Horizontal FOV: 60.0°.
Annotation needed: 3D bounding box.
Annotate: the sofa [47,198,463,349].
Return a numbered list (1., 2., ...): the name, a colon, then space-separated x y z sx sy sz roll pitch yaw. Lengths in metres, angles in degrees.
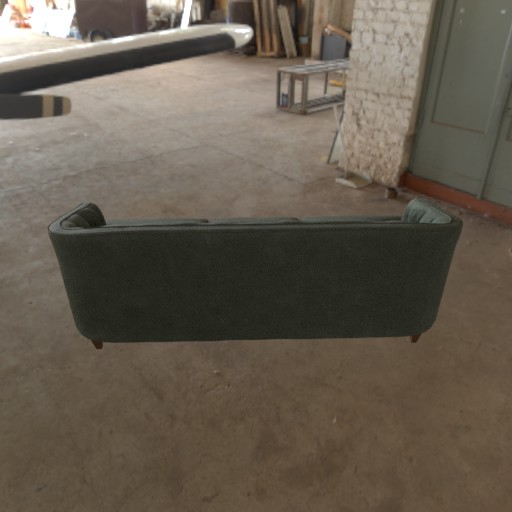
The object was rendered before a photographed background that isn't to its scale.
1. sofa: 0.000 0.000 2.830 2.278 0.855 0.941 -1 31 -1
